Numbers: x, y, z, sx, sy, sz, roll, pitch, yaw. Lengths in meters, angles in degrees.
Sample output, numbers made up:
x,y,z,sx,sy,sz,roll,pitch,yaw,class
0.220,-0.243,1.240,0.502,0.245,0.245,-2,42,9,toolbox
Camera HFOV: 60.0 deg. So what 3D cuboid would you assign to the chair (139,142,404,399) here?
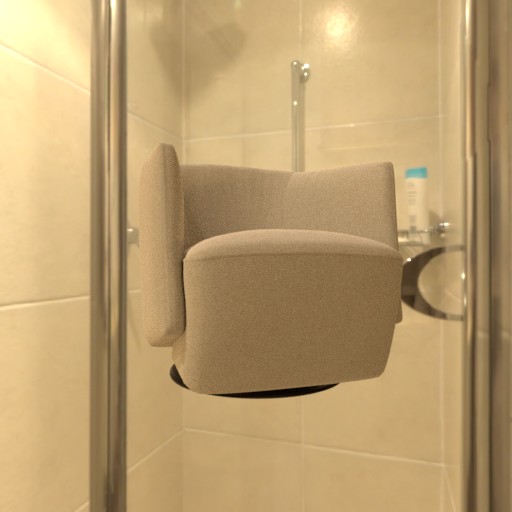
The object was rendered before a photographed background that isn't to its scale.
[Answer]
x,y,z,sx,sy,sz,roll,pitch,yaw,class
0.000,0.000,1.654,0.822,0.861,0.986,0,-1,-19,chair
